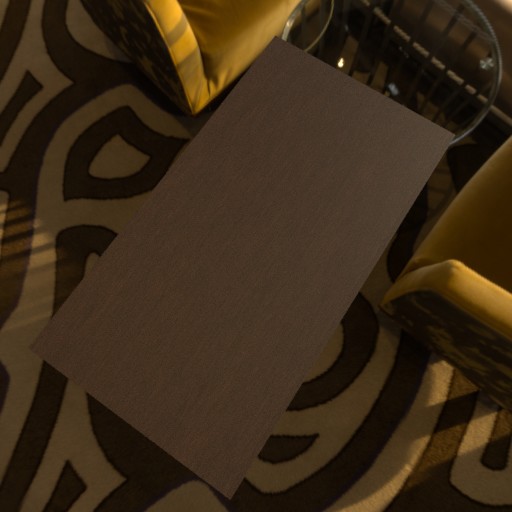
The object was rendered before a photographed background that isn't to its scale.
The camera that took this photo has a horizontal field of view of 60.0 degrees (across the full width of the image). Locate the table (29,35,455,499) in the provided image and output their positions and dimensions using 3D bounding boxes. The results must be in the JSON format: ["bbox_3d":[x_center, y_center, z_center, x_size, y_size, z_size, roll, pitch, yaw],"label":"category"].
[{"bbox_3d":[0.000,0.000,1.358,0.597,0.424,1.099,33,77,8],"label":"table"}]
